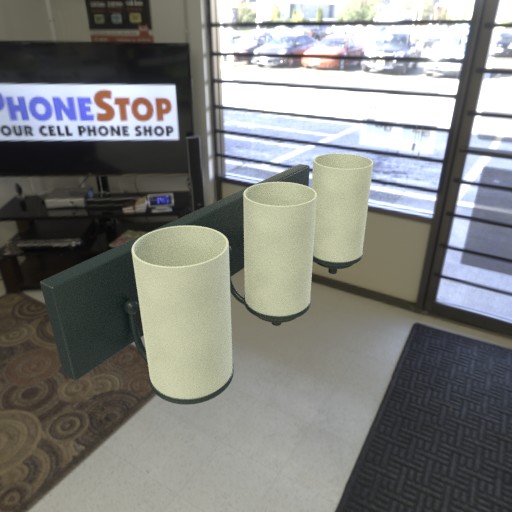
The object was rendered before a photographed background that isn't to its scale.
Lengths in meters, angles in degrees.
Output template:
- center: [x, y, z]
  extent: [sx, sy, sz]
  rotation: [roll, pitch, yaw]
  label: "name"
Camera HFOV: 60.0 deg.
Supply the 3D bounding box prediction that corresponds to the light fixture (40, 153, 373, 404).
- center: [0.000, 0.000, 0.535]
  extent: [0.145, 0.172, 0.451]
  rotation: [18, 32, 31]
  label: "light fixture"
